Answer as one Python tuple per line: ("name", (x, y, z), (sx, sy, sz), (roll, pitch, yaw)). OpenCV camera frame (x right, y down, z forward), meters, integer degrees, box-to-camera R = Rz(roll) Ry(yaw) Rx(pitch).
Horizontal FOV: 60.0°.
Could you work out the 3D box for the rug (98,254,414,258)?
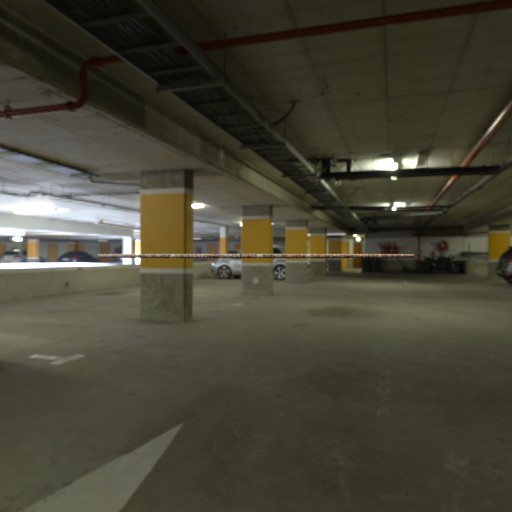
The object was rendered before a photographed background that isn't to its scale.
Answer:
("rug", (0.000, 0.000, 2.250), (1.514, 0.015, 1.514), (0, 0, 0))
